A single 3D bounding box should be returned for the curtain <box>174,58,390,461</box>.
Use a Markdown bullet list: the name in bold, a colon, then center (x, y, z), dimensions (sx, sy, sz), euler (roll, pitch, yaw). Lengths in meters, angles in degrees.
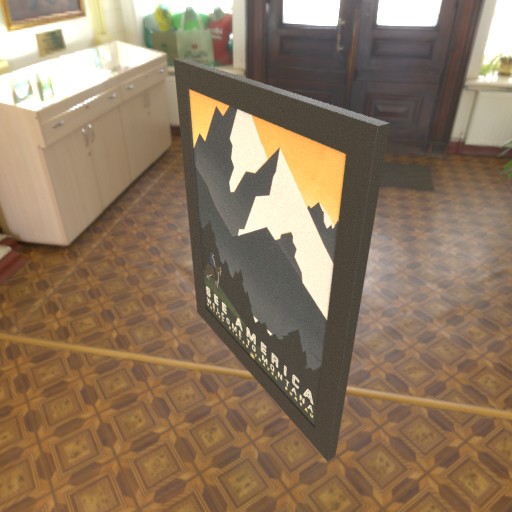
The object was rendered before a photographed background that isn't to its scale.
- **curtain**: center (0.000, 0.000, 0.786), dimensions (0.027, 0.585, 0.483), euler (-20, 38, -28)
